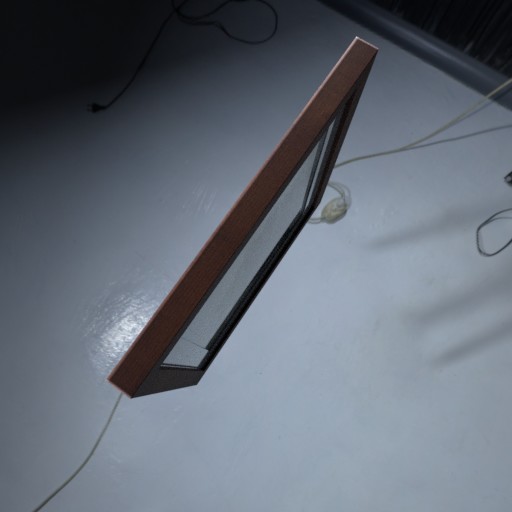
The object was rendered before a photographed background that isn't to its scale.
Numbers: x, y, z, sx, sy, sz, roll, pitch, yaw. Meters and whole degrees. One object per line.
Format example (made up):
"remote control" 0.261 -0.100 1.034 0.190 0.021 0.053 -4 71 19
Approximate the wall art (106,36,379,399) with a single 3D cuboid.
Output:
"wall art" 0.000 0.000 0.831 0.037 0.572 0.554 33 78 8
